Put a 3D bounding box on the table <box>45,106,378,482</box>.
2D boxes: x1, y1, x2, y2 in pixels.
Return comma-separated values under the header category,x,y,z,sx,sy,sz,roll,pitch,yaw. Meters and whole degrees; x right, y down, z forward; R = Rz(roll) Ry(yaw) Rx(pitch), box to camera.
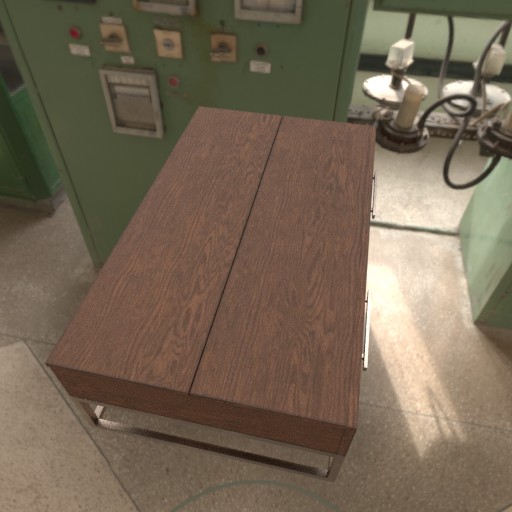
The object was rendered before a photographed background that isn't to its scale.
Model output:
category,x,y,z,sx,sy,sz,roll,pitch,yaw
table,0.000,0.000,1.464,0.719,0.361,1.167,9,48,8
